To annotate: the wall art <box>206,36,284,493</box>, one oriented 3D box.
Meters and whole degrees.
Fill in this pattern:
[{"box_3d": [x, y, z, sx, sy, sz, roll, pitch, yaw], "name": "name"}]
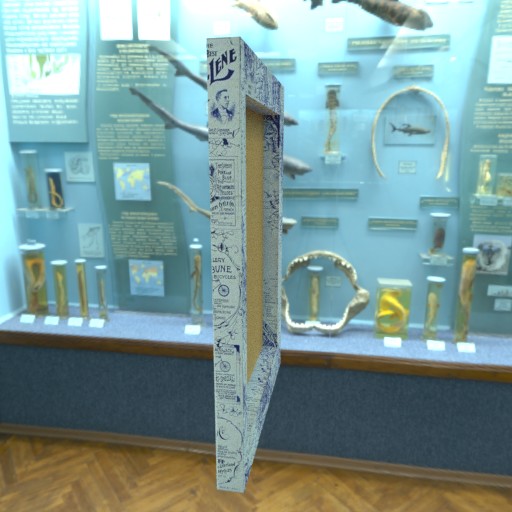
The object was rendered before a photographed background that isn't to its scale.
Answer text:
[{"box_3d": [0.000, 0.000, 0.477, 0.025, 0.376, 0.255, 2, 13, 10], "name": "wall art"}]
